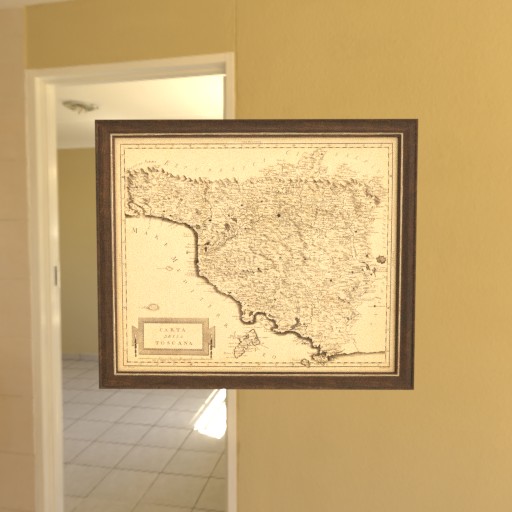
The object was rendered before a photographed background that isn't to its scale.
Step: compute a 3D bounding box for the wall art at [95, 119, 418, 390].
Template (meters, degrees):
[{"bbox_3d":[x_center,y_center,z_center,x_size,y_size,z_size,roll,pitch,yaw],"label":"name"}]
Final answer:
[{"bbox_3d":[0.000,0.000,1.446,1.033,0.875,0.023,0,3,1],"label":"wall art"}]
